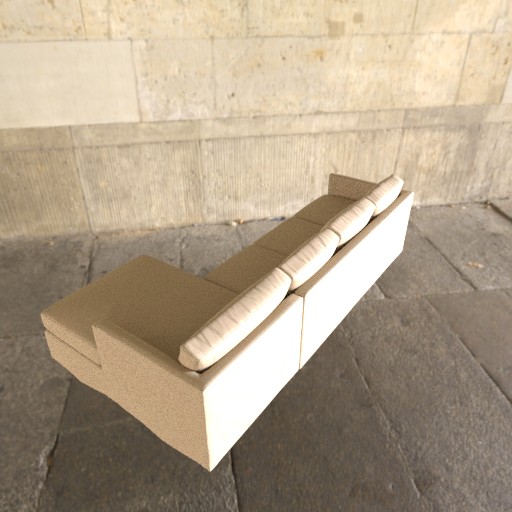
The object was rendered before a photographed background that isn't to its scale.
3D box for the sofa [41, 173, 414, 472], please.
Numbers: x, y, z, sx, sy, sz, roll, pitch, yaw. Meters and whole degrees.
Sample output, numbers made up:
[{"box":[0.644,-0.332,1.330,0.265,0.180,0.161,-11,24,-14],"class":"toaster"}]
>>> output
[{"box":[0.000,0.000,3.875,1.622,0.871,3.206,21,37,30],"class":"sofa"}]
